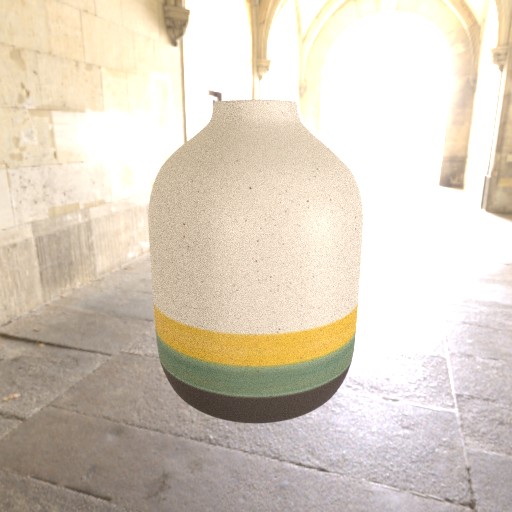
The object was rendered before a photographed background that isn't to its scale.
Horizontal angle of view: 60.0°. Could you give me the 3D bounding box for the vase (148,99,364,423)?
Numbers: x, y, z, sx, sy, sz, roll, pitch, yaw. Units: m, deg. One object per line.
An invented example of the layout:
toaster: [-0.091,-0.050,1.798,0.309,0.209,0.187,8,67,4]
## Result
vase: [0.000,0.000,0.365,0.169,0.240,0.169,0,16,0]
